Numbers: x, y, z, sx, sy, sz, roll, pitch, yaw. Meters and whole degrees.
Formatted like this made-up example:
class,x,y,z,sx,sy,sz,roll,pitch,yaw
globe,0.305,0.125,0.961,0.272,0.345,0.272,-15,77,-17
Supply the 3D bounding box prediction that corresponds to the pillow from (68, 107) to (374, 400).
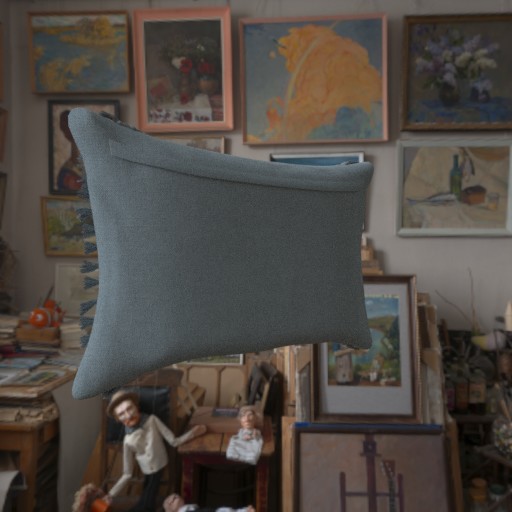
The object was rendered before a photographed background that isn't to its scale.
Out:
class,x,y,z,sx,sy,sz,roll,pitch,yaw
pillow,0.000,0.000,0.582,0.466,0.305,0.084,0,0,-36
